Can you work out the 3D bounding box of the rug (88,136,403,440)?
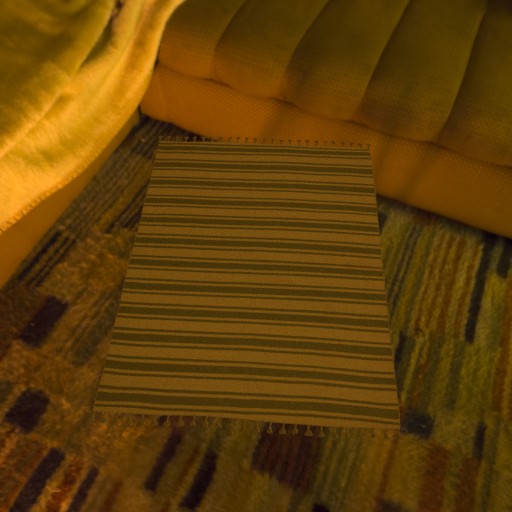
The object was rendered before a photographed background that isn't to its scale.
[{"bbox_3d":[0.000,0.000,4.252,2.439,0.005,3.201,3,58,2],"label":"rug"}]
